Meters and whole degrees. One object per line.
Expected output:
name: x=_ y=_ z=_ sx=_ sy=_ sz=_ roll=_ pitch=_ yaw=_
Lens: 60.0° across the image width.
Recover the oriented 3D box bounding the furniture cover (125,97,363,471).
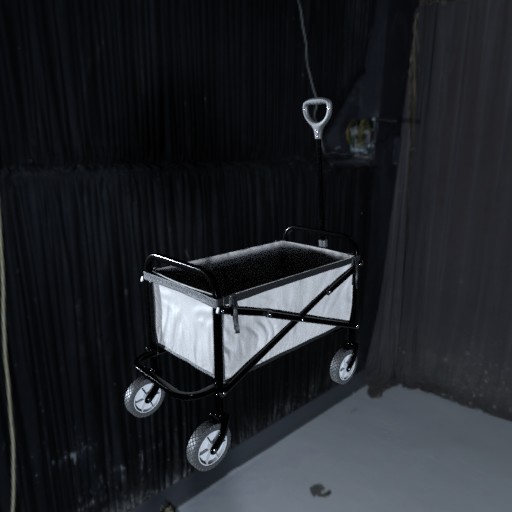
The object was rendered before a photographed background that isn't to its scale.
furniture cover: x=0.000 y=0.000 z=1.848 sx=1.038 sy=1.295 sz=0.532 roll=-14 pitch=20 yaw=-42
